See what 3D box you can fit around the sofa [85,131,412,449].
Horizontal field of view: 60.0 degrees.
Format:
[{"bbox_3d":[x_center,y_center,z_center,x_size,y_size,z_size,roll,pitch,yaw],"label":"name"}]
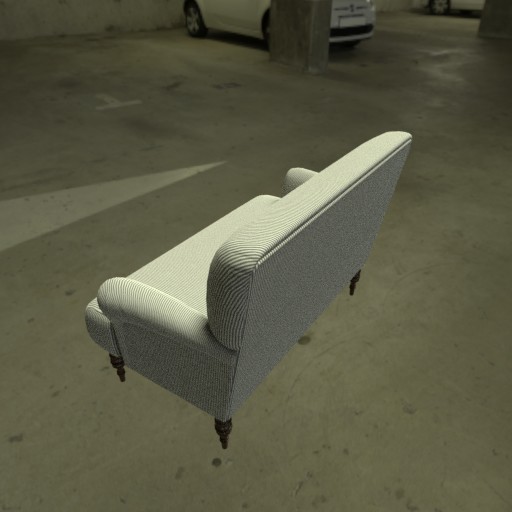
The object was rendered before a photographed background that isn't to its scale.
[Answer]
[{"bbox_3d":[0.000,0.000,1.837,0.779,0.889,1.297,21,38,29],"label":"sofa"}]
